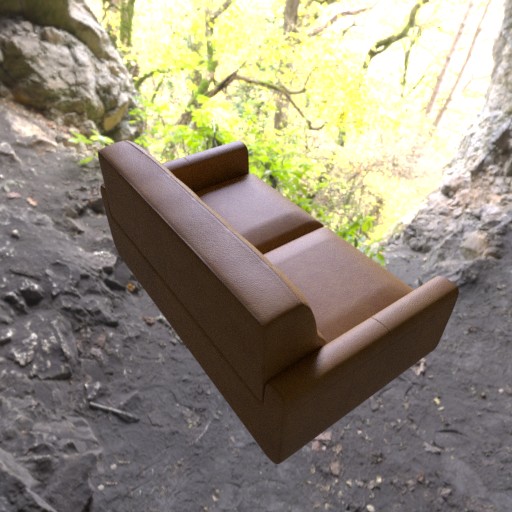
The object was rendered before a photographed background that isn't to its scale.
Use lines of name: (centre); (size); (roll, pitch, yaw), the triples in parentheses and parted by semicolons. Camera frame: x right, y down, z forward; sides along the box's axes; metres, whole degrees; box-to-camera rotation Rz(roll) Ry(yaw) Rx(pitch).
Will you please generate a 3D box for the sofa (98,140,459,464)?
sofa: (0.000, 0.000, 2.232); (0.952, 0.925, 1.651); (-25, 47, -26)
